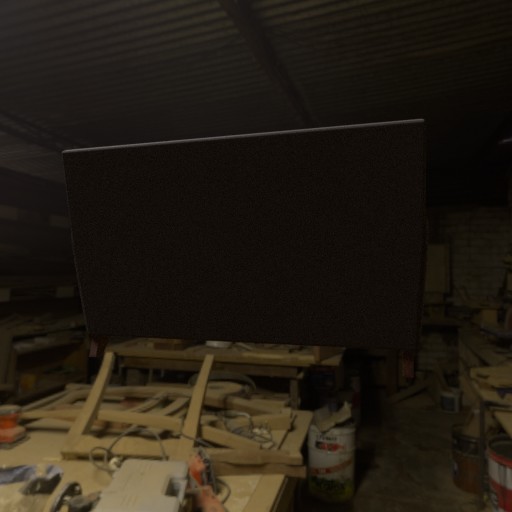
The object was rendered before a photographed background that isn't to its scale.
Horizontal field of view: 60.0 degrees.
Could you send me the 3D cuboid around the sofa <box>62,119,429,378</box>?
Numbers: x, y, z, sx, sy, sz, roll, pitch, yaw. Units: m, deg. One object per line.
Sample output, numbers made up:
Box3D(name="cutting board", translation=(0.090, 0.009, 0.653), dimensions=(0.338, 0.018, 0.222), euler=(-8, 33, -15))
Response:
Box3D(name="sofa", translation=(0.000, 0.000, 1.963), dimensions=(1.420, 0.846, 0.871), euler=(0, -2, 16))
